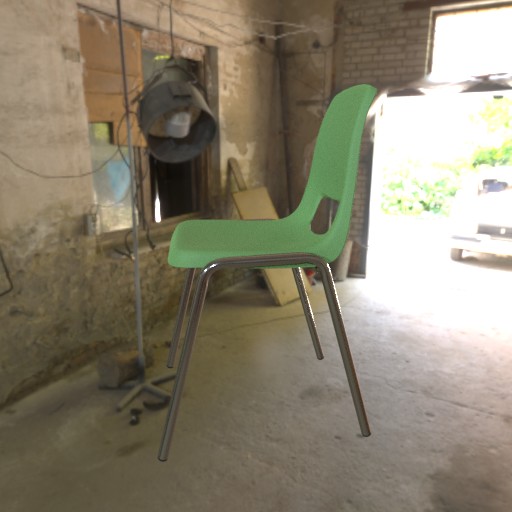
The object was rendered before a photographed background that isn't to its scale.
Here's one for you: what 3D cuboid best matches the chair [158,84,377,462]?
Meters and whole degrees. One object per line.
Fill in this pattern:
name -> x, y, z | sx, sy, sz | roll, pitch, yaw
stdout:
chair -> 0.000, 0.000, 0.968 | 0.436, 0.704, 0.381 | -2, 15, -8
